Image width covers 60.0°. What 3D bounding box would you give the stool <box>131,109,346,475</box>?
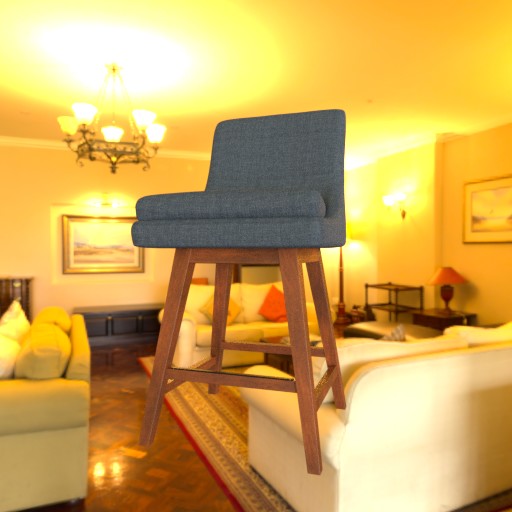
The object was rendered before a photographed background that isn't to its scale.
[{"bbox_3d":[0.000,0.000,1.205,0.467,0.895,0.524,0,1,19],"label":"stool"}]
